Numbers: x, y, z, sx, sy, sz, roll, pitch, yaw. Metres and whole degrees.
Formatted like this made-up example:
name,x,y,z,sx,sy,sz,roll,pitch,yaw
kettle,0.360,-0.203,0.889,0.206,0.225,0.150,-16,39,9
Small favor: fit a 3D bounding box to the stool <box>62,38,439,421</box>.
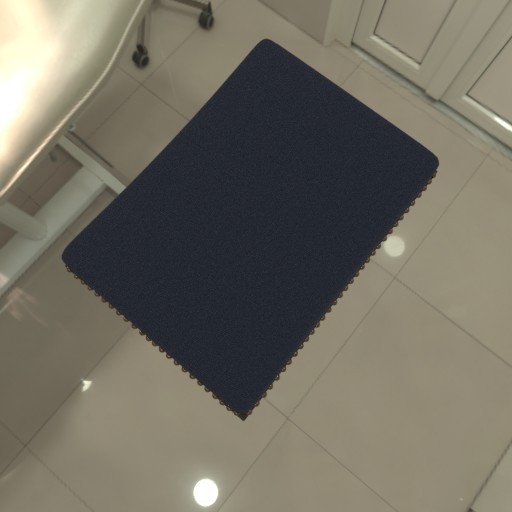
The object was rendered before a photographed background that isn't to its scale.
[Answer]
name,x,y,z,sx,sy,sz,roll,pitch,yaw
stool,0.000,0.000,0.935,0.361,0.642,0.500,38,80,8
